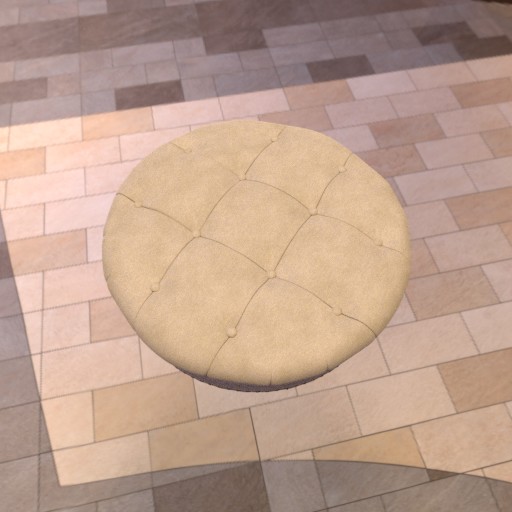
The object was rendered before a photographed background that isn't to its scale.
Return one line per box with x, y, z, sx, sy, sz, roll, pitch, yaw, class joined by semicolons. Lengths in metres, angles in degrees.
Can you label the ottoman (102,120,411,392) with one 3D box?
0.000;0.000;1.430;0.901;0.439;0.901;0;60;0;ottoman
